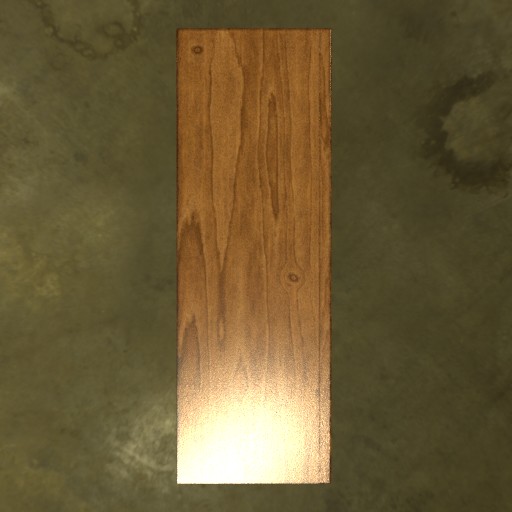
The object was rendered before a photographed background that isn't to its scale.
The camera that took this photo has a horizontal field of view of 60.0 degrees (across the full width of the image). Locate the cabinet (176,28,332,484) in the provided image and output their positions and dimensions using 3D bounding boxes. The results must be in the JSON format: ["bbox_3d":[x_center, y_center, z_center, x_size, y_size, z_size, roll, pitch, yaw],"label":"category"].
[{"bbox_3d":[0.000,0.000,1.727,0.477,0.802,1.363,0,90,0],"label":"cabinet"}]
